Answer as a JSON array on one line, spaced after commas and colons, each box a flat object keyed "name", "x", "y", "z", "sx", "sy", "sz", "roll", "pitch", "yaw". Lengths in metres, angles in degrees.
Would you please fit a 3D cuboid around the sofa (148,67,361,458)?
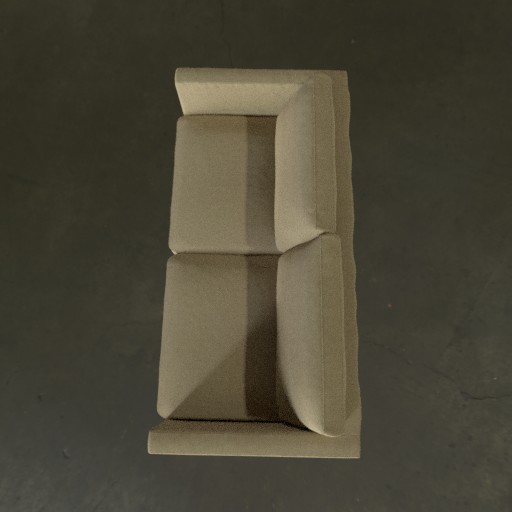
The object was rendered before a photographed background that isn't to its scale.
[{"name": "sofa", "x": 0.000, "y": 0.000, "z": 2.411, "sx": 0.962, "sy": 0.835, "sz": 1.959, "roll": 1, "pitch": 76, "yaw": 0}]
